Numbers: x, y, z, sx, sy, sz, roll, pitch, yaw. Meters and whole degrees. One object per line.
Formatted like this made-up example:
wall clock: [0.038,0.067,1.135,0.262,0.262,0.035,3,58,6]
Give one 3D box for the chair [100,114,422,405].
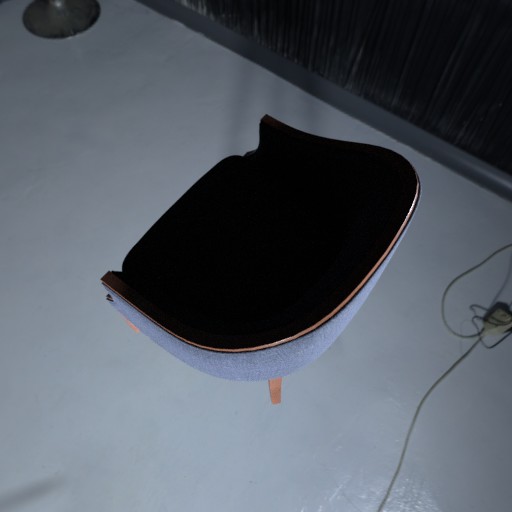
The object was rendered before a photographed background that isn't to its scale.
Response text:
chair: [0.000,0.000,1.443,0.735,0.876,0.803,34,68,16]
